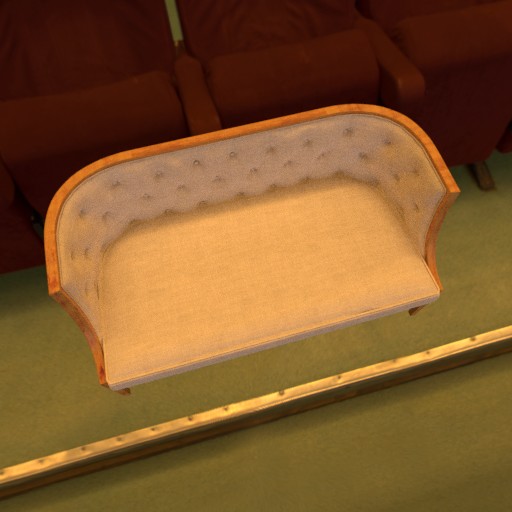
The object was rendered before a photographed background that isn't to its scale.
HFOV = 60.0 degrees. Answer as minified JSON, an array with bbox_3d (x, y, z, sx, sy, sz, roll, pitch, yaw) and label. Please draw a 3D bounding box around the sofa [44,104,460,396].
[{"bbox_3d":[0.000,0.000,1.898,1.474,0.775,0.770,-14,66,-6],"label":"sofa"}]
